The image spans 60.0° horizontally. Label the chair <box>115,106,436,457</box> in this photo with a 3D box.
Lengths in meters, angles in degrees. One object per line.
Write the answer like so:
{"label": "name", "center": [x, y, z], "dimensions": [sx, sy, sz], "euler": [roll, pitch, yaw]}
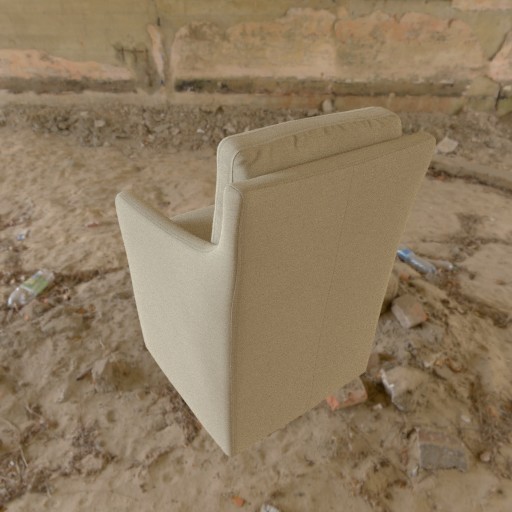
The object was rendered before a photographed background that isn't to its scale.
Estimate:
{"label": "chair", "center": [0.000, 0.000, 1.359], "dimensions": [0.626, 0.914, 0.694], "euler": [-21, 37, -30]}
